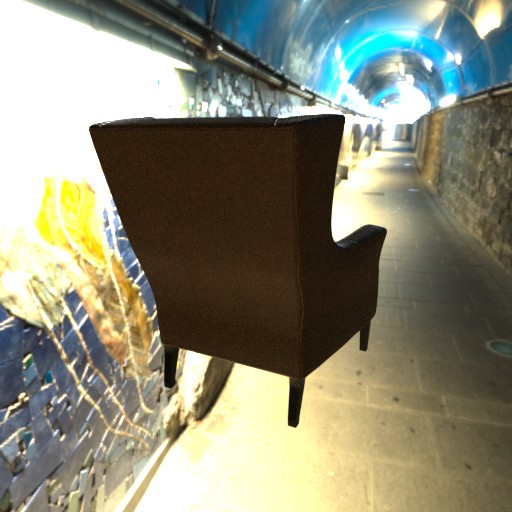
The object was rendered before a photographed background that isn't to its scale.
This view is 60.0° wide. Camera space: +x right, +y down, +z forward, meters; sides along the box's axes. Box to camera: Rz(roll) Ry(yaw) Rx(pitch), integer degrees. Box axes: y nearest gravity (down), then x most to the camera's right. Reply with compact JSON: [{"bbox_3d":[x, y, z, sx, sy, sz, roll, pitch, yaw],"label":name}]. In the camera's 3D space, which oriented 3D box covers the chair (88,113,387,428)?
[{"bbox_3d":[0.000,0.000,1.695,0.852,1.016,0.925,8,18,26],"label":"chair"}]
